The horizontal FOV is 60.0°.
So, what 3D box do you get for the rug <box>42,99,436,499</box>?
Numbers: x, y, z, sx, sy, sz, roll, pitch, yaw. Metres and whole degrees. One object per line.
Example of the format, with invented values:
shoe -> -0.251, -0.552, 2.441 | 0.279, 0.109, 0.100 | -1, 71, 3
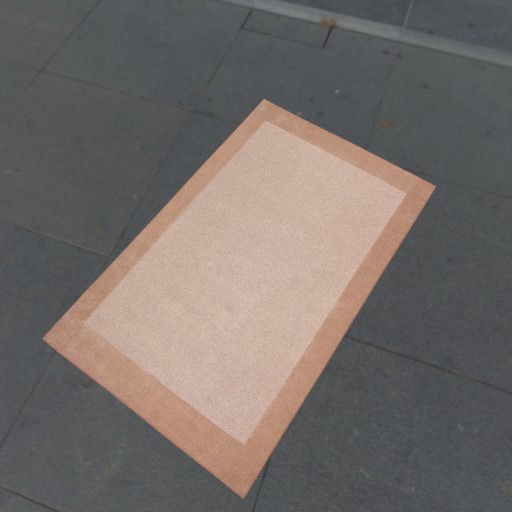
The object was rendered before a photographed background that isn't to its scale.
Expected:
rug -> 0.000, 0.000, 2.984 | 1.524, 0.014, 2.438 | 32, 68, 15
